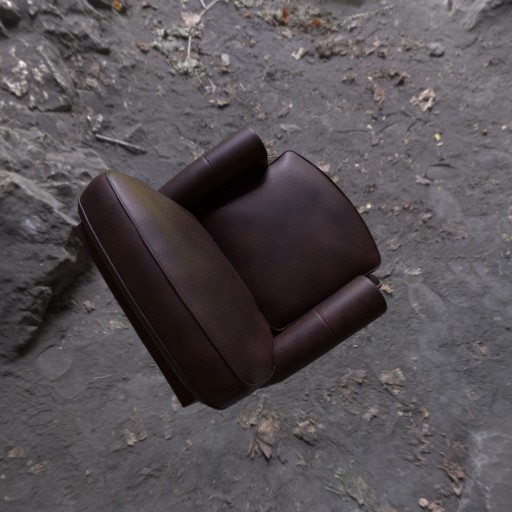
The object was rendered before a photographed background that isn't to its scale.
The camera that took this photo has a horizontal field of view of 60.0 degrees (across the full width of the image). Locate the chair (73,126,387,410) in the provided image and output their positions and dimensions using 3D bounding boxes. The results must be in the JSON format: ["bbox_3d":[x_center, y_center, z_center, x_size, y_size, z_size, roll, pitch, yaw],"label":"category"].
[{"bbox_3d":[0.000,0.000,1.768,0.986,1.018,0.936,-34,77,-9],"label":"chair"}]
